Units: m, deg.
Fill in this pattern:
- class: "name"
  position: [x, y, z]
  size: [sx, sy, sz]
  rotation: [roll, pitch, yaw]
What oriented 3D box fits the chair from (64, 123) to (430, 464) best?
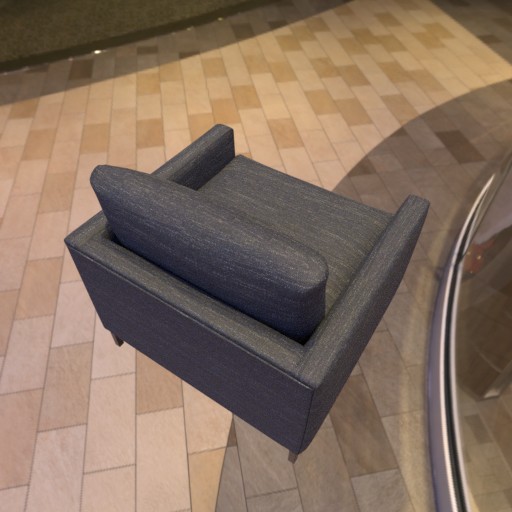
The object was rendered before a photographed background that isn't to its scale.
- class: "chair"
  position: [0.000, 0.000, 1.632]
  size: [0.963, 0.861, 0.866]
  rotation: [26, 53, 22]
